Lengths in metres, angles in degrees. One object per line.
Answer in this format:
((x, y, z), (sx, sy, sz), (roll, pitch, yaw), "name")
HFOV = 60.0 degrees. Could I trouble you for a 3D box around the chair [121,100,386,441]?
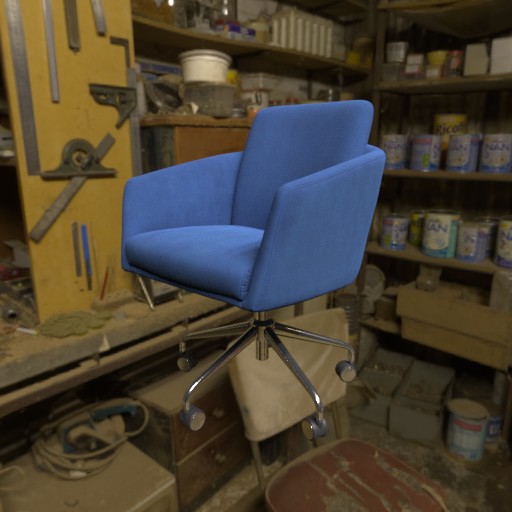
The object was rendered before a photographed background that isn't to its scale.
((0.000, 0.000, 1.336), (0.641, 0.908, 0.635), (13, 19, 42), "chair")
